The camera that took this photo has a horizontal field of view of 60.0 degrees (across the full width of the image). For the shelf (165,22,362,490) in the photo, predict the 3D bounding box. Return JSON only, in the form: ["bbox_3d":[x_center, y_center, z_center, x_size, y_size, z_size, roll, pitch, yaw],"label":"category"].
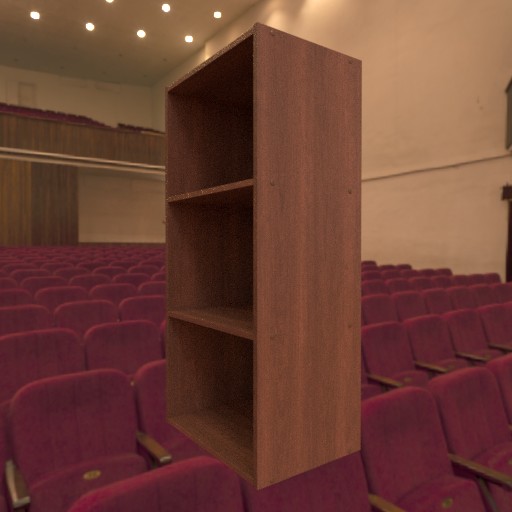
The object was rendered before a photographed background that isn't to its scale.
[{"bbox_3d":[0.000,0.000,1.082,0.290,0.879,0.414,-1,1,-36],"label":"shelf"}]
